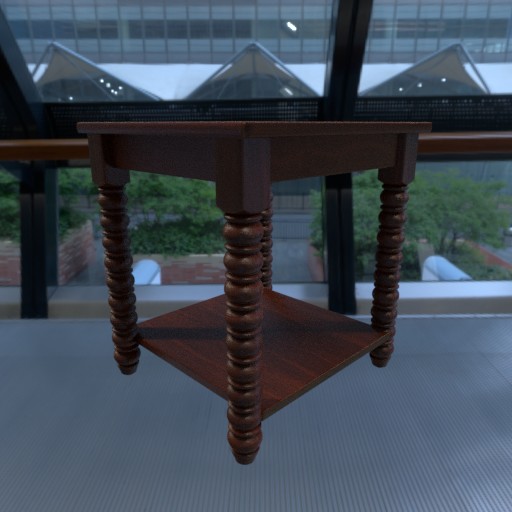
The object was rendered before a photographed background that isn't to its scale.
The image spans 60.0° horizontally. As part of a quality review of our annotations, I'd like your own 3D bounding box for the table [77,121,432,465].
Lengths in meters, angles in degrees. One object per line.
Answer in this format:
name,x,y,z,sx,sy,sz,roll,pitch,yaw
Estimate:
table,0.000,0.000,0.982,0.533,0.567,0.500,-16,23,-42
